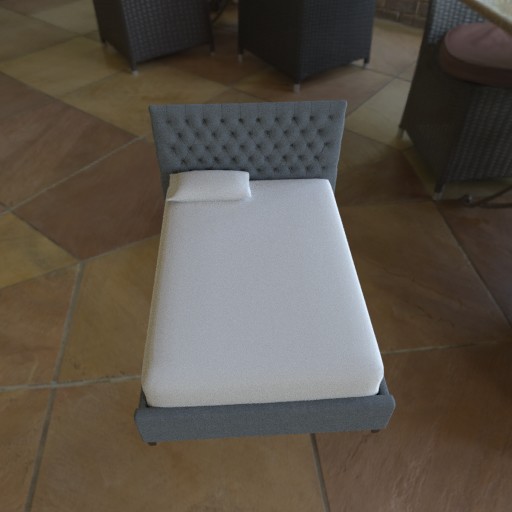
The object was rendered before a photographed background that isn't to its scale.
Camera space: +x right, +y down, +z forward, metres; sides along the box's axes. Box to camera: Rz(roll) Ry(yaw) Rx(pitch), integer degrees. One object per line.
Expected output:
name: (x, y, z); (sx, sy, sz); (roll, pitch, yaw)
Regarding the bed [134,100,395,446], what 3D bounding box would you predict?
bed: (0.000, 0.000, 3.456); (1.698, 1.411, 2.335); (-2, 45, -2)
